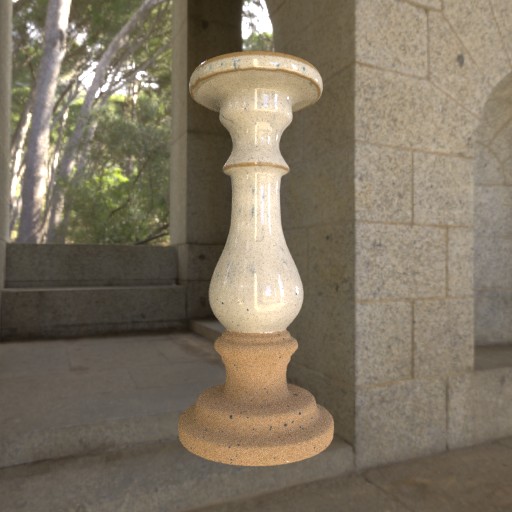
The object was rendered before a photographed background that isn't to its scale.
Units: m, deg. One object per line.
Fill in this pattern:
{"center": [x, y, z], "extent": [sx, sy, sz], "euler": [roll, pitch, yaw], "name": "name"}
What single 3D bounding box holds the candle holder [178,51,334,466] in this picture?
{"center": [0.000, 0.000, 0.254], "extent": [0.088, 0.203, 0.088], "euler": [0, -1, 0], "name": "candle holder"}
